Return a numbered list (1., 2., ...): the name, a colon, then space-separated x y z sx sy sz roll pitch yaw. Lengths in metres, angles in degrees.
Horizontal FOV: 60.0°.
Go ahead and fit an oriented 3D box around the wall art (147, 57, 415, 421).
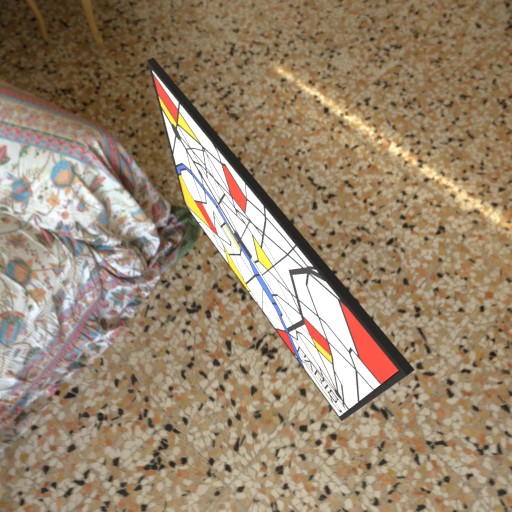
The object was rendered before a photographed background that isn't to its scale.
1. wall art: 0.000 0.000 0.864 0.013 0.458 0.664 -31 67 -15
